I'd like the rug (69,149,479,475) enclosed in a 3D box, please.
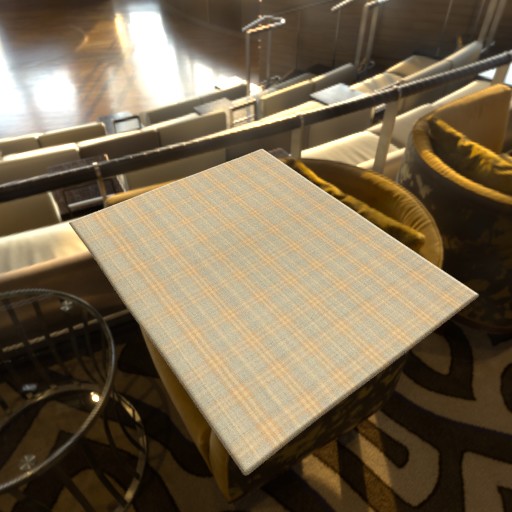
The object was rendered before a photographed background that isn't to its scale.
[{"bbox_3d":[0.000,0.000,4.129,2.462,0.030,3.066,-27,50,-26],"label":"rug"}]
